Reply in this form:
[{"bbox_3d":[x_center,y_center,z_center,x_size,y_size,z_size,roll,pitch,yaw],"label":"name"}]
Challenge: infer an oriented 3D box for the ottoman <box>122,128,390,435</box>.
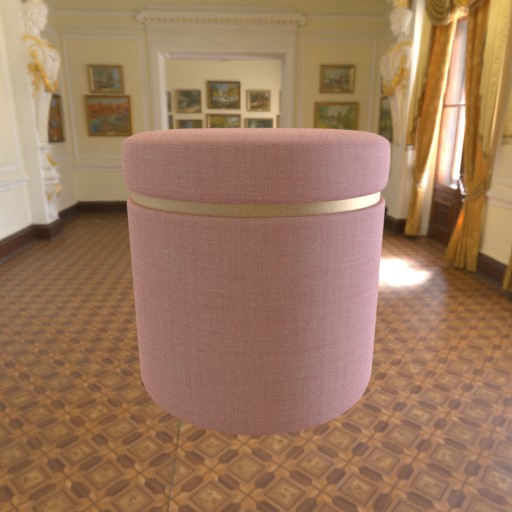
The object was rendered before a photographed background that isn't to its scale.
[{"bbox_3d":[0.000,0.000,0.733,0.400,0.406,0.400,0,16,0],"label":"ottoman"}]
